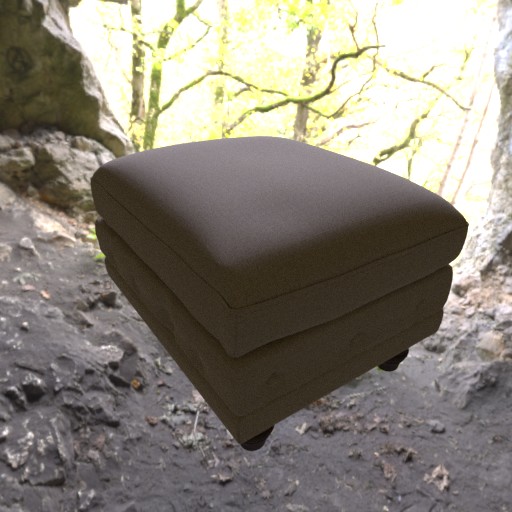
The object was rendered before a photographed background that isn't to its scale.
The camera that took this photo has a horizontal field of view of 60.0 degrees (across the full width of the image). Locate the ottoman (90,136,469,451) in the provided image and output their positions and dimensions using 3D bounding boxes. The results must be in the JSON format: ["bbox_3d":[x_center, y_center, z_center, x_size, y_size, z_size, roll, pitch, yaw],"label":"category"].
[{"bbox_3d":[0.000,0.000,1.014,0.541,0.463,0.684,-18,33,-29],"label":"ottoman"}]
